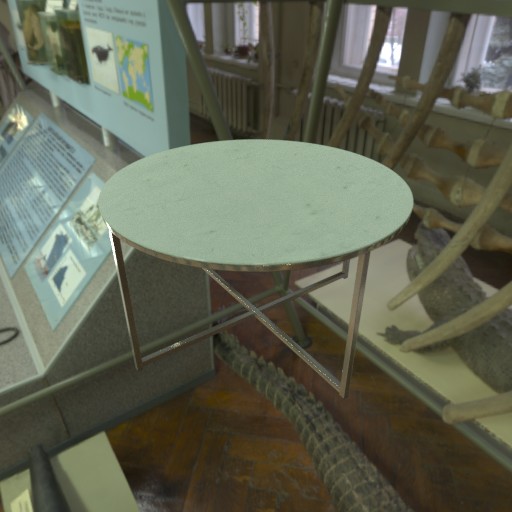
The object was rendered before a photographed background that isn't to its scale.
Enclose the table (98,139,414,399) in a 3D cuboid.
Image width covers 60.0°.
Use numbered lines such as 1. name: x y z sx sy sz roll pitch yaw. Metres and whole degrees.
1. table: 0.000 0.000 1.291 0.800 0.450 0.800 0 31 0
